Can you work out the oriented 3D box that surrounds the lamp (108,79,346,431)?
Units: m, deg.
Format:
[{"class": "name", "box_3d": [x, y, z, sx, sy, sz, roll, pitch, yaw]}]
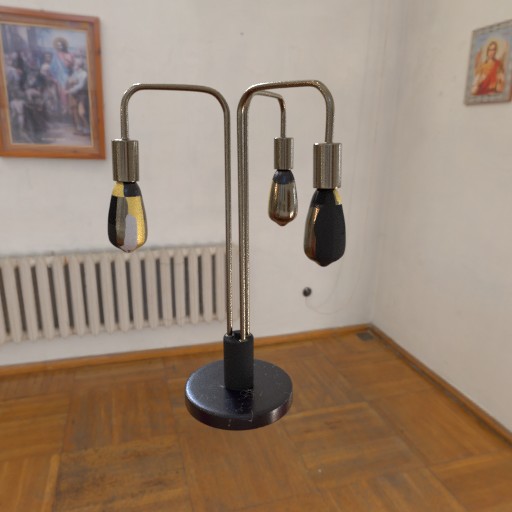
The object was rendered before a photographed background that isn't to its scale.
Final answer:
[{"class": "lamp", "box_3d": [0.000, 0.000, 0.779, 0.355, 0.560, 0.368, 8, 17, 27]}]
